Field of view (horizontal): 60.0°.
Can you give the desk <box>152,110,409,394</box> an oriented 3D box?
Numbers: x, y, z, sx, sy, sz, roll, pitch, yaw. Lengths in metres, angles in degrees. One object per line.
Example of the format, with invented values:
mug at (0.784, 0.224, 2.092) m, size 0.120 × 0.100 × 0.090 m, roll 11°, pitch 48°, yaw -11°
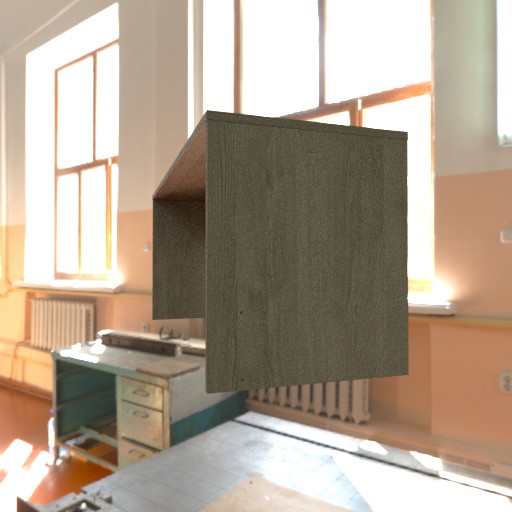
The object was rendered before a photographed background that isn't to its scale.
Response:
desk at (0.000, 0.000, 2.056) m, size 0.802 × 0.752 × 1.600 m, roll 0°, pitch -1°, yaw -18°
